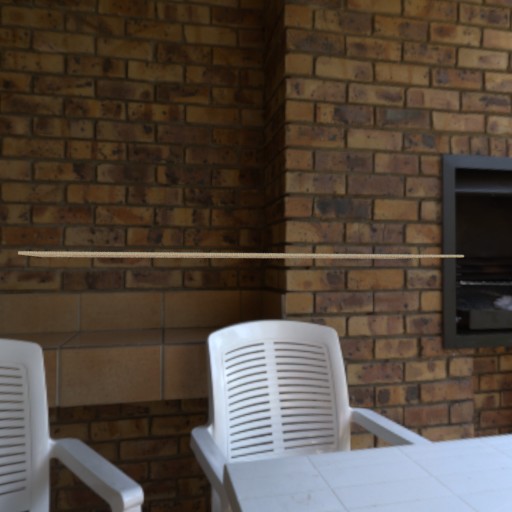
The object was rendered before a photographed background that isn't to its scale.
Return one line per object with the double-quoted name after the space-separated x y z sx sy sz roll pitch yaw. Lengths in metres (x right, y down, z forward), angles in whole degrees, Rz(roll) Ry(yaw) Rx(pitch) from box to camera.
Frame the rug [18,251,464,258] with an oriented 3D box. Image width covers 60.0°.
0.000 0.000 2.512 2.297 0.013 0.661 0 -1 -18 "rug"
